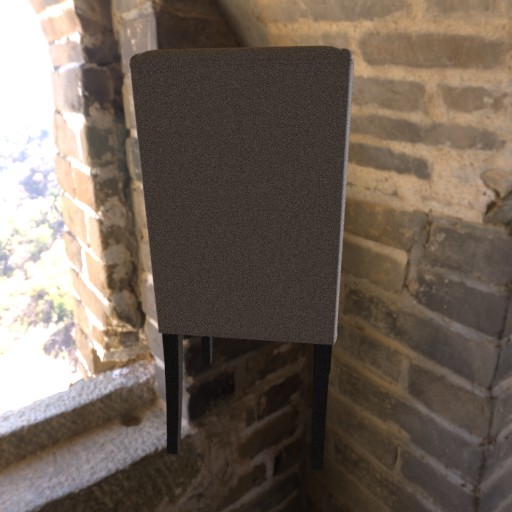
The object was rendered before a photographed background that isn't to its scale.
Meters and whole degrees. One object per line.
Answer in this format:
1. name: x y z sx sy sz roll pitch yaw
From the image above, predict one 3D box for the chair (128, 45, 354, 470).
1. chair: 0.000 0.000 1.203 0.474 0.961 0.523 2 17 8
